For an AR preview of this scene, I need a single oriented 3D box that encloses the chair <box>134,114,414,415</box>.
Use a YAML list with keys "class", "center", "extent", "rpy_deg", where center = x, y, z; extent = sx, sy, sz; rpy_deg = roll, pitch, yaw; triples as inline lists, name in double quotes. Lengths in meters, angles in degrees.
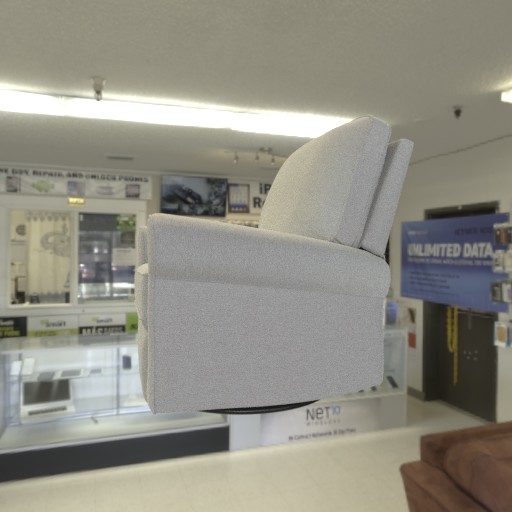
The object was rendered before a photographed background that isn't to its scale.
- class: "chair"
  center: [0.000, 0.000, 1.675]
  extent: [0.878, 0.960, 0.890]
  rpy_deg: [0, 1, -17]
